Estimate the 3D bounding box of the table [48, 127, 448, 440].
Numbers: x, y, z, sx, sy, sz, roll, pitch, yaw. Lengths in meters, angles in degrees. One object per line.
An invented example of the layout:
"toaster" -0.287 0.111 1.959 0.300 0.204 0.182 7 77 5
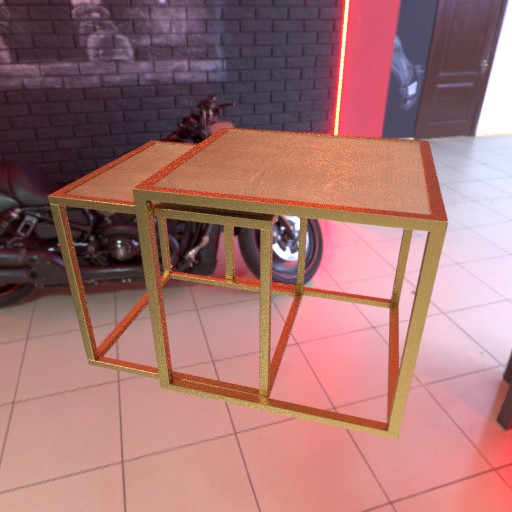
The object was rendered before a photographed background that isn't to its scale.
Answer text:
"table" 0.000 0.000 1.110 0.762 0.505 0.505 8 30 13
